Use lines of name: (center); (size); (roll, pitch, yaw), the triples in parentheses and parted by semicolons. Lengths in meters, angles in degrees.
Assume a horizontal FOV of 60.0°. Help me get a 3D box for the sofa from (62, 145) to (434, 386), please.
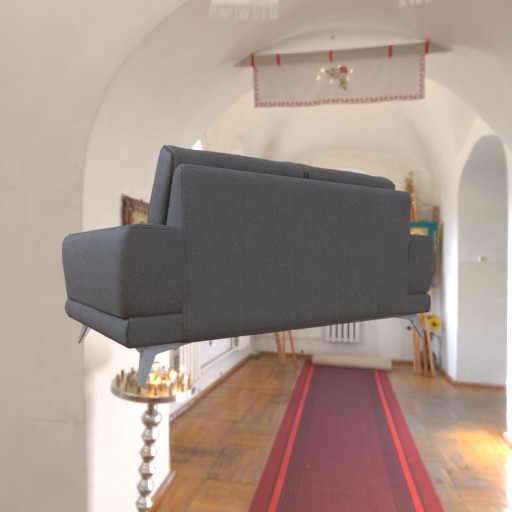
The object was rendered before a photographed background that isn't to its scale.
sofa: (0.000, 0.000, 2.399); (1.806, 0.907, 1.018); (0, 0, -34)
